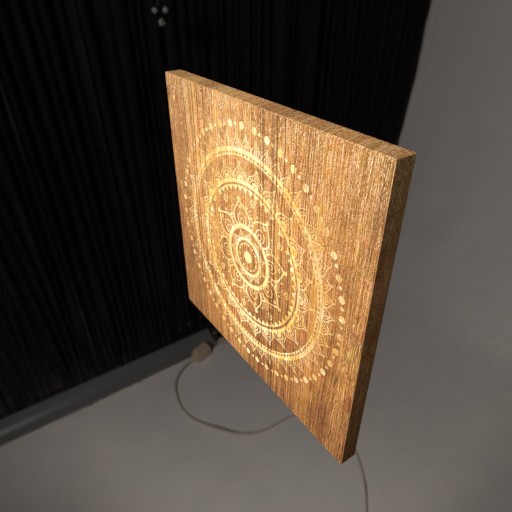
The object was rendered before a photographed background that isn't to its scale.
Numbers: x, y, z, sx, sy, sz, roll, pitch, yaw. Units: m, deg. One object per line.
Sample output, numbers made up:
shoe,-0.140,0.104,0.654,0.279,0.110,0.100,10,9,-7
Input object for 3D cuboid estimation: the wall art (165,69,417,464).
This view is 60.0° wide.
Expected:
wall art,0.000,0.000,0.886,0.042,0.608,0.611,-21,38,-29
